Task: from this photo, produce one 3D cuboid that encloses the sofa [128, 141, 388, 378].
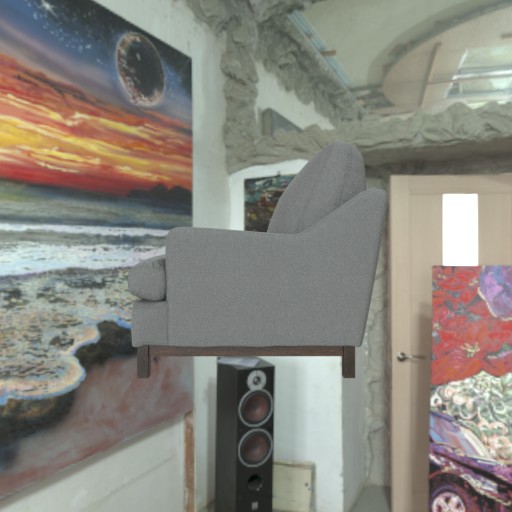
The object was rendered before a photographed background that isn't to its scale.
[{"bbox_3d":[0.000,0.000,2.799,0.987,0.926,2.344,0,0,0],"label":"sofa"}]
